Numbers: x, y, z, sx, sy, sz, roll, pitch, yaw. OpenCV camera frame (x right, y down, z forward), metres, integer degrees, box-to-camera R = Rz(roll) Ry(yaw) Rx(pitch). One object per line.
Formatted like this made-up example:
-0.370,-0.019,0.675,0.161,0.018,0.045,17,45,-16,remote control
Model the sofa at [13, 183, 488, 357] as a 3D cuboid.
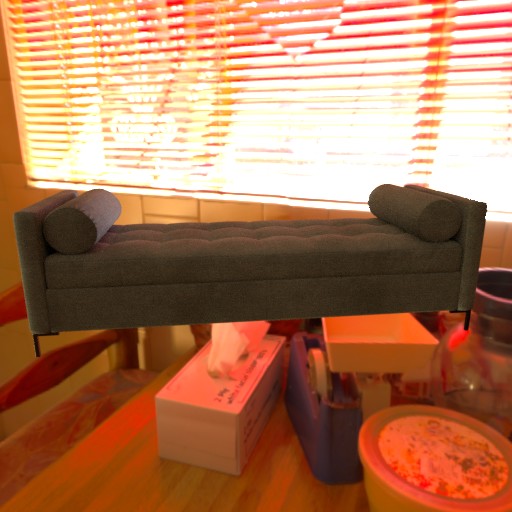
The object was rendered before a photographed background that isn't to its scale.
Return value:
0.000,0.000,2.225,1.981,0.635,0.686,-2,16,-7,sofa
